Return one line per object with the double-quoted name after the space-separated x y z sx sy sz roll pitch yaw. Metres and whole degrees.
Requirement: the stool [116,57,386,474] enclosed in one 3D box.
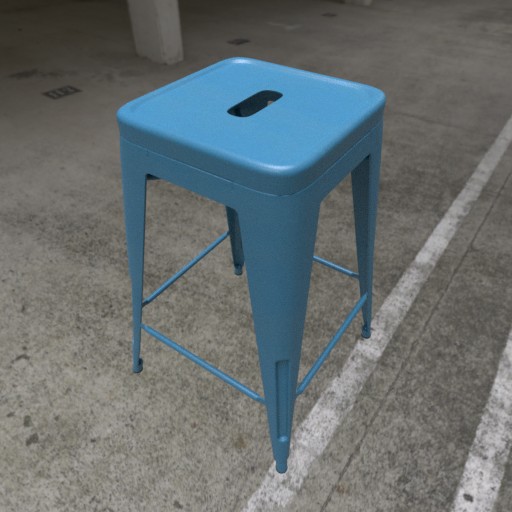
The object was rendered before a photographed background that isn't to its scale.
0.000 0.000 0.848 0.410 0.608 0.410 25 47 25 "stool"
